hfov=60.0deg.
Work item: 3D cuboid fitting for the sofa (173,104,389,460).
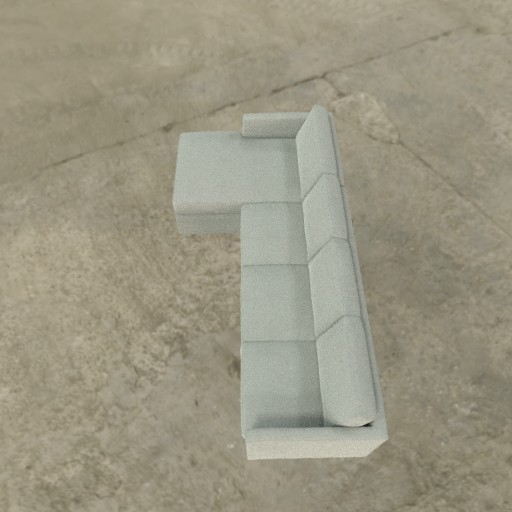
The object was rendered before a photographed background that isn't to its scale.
[{"bbox_3d":[0.000,0.000,3.918,1.650,0.922,3.205,-1,57,-1],"label":"sofa"}]
